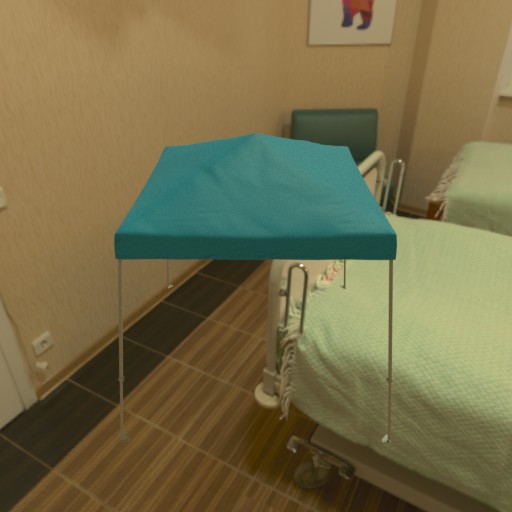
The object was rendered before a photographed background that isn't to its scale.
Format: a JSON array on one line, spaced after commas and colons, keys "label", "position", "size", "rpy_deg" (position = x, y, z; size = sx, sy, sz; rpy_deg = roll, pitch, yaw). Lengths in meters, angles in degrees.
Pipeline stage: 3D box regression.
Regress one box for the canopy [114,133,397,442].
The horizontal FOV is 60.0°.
[{"label": "canopy", "position": [0.000, 0.000, 6.493], "size": [3.599, 3.600, 3.600], "rpy_deg": [0, 31, 0]}]
